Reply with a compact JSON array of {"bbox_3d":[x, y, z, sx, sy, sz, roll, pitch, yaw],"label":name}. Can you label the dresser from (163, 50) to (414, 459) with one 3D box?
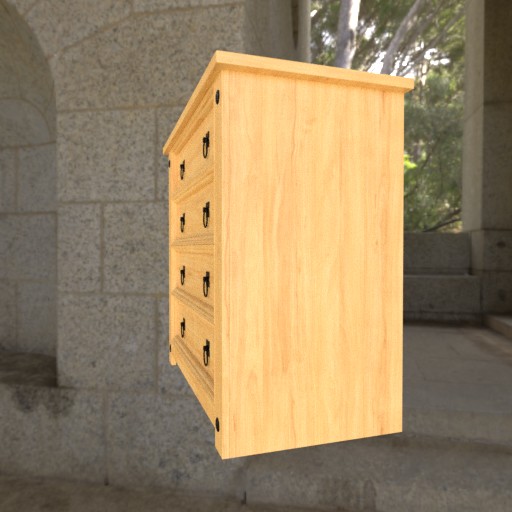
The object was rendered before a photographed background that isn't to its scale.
[{"bbox_3d":[0.000,0.000,1.218,0.410,0.730,0.800,0,1,-18],"label":"dresser"}]
